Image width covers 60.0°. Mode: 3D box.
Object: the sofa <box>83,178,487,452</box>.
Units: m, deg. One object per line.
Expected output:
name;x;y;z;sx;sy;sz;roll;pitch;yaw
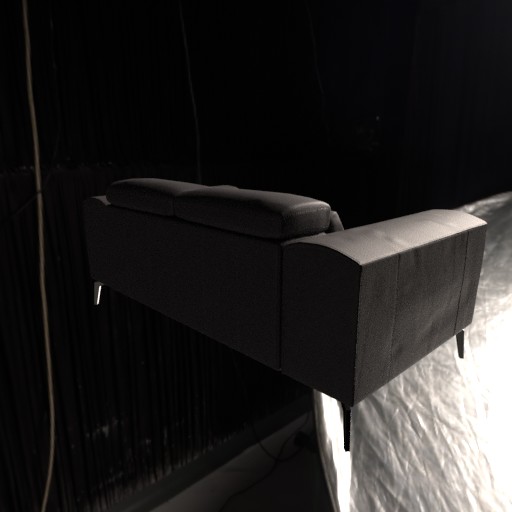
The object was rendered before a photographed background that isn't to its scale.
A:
sofa;0.000;0.000;2.285;1.003;0.779;1.895;-14;20;-42
